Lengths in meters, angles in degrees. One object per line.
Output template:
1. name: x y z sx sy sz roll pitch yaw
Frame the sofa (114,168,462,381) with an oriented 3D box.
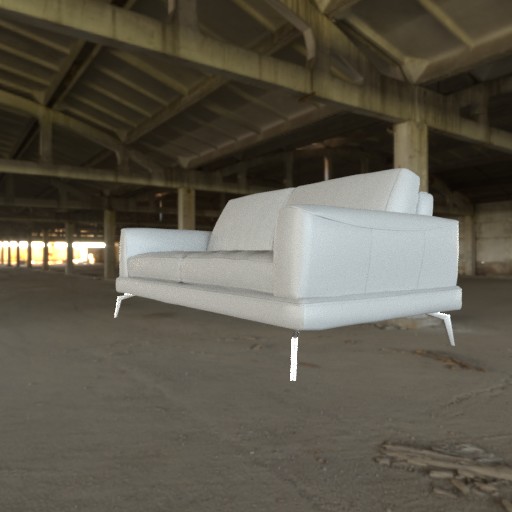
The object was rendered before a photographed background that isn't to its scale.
1. sofa: 0.000 0.000 2.779 1.121 0.930 2.177 0 0 -35
